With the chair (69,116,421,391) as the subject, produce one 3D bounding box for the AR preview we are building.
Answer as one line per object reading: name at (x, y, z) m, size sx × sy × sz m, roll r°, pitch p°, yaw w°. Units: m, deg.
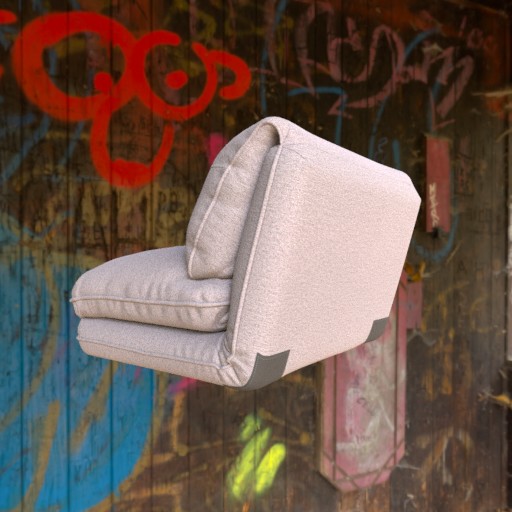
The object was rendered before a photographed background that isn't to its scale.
chair at (0.000, 0.000, 1.363) m, size 0.780 × 0.580 × 0.820 m, roll 0°, pitch 1°, yaw 36°
